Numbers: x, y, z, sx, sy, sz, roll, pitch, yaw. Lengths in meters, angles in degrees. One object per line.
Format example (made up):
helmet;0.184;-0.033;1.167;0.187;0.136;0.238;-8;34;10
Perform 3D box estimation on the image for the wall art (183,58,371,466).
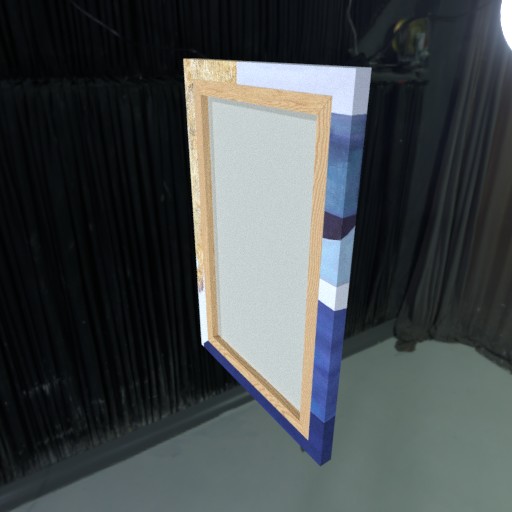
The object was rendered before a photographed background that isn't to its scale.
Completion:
wall art;0.000;0.000;1.137;0.039;0.911;0.607;-17;30;-31
